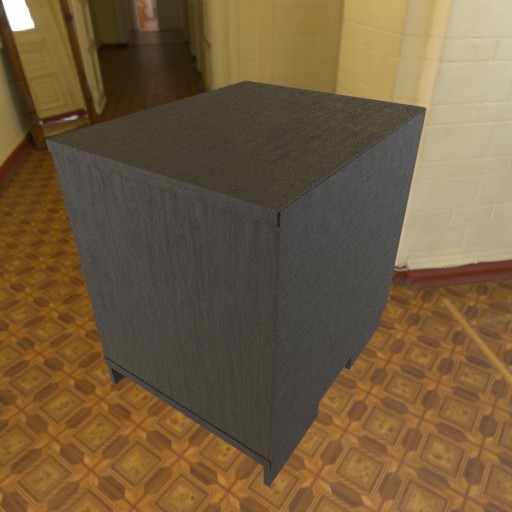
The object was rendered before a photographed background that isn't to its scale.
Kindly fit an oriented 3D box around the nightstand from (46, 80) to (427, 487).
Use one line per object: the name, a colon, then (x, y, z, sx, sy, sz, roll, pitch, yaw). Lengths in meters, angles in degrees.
nightstand: (0.000, 0.000, 0.741, 0.347, 0.448, 0.427, 21, 38, 29)
